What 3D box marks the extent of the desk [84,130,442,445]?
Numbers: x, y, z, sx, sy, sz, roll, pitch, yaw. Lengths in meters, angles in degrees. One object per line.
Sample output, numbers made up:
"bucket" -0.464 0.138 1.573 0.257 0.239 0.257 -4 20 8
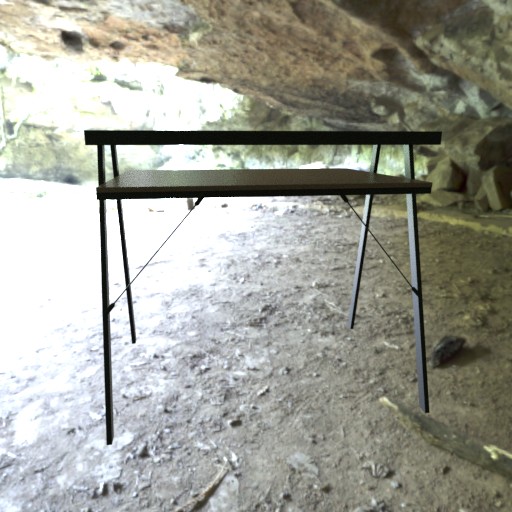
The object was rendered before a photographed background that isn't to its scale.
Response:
"desk" 0.000 0.000 1.864 1.143 0.998 0.936 -2 15 -9
